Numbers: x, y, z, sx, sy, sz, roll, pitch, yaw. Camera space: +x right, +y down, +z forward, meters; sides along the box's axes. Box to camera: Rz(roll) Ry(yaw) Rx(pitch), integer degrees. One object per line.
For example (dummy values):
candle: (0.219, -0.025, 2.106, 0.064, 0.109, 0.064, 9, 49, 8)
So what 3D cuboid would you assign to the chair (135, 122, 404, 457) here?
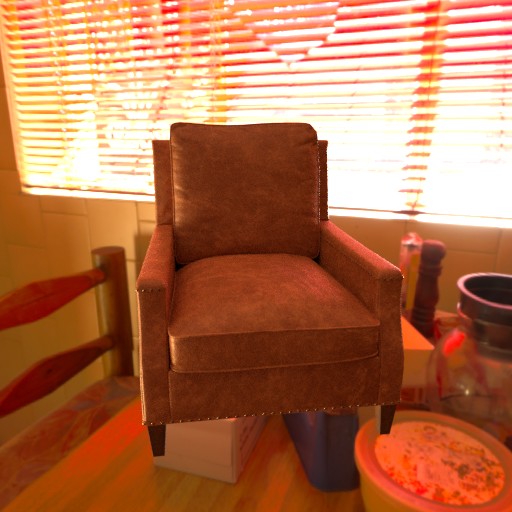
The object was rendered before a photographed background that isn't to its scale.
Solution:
chair: (0.000, 0.000, 1.783, 0.854, 1.054, 1.035, -2, 15, -8)
